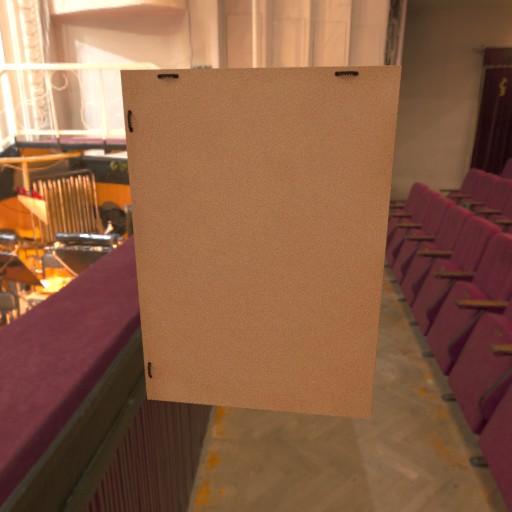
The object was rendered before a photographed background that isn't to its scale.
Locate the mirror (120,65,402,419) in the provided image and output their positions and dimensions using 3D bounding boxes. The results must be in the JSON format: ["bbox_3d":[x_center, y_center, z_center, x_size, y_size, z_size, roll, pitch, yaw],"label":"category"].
[{"bbox_3d":[0.000,0.000,0.907,0.507,0.710,0.039,2,17,8],"label":"mirror"}]
